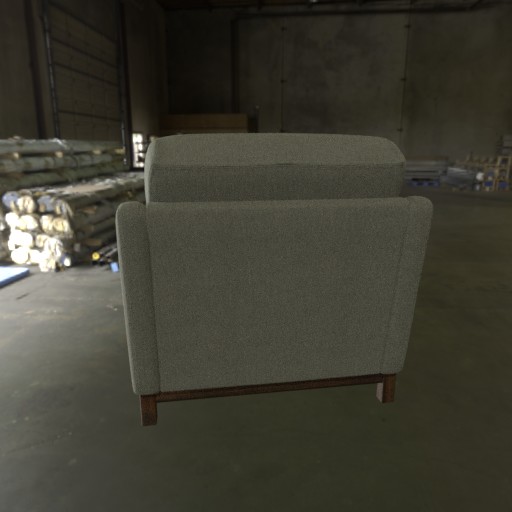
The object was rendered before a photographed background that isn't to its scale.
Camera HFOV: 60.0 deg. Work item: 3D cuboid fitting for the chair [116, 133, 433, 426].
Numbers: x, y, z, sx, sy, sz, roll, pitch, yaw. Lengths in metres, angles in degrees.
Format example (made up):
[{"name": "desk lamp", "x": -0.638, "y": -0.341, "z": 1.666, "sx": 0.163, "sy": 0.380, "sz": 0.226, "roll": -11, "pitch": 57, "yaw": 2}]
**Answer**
[{"name": "chair", "x": 0.000, "y": 0.000, "z": 1.564, "sx": 0.826, "sy": 0.821, "sz": 0.892, "roll": -2, "pitch": 14, "yaw": -9}]
